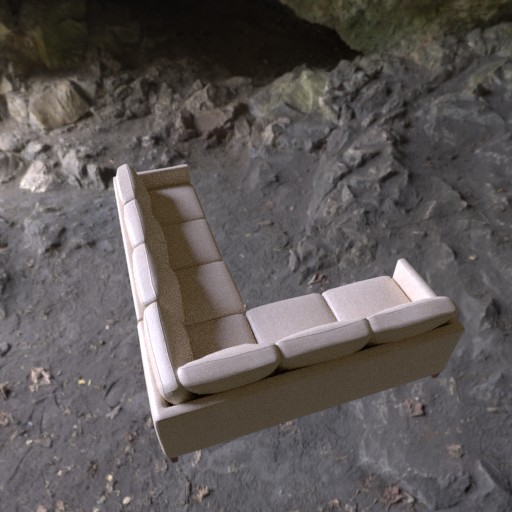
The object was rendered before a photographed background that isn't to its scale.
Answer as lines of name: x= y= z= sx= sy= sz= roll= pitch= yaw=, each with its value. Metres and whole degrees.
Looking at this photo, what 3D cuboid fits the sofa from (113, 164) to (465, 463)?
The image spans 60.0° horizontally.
sofa: x=0.000 y=0.000 z=4.627 sx=2.593 sy=0.947 sz=3.302 roll=-13 pitch=44 yaw=-13
